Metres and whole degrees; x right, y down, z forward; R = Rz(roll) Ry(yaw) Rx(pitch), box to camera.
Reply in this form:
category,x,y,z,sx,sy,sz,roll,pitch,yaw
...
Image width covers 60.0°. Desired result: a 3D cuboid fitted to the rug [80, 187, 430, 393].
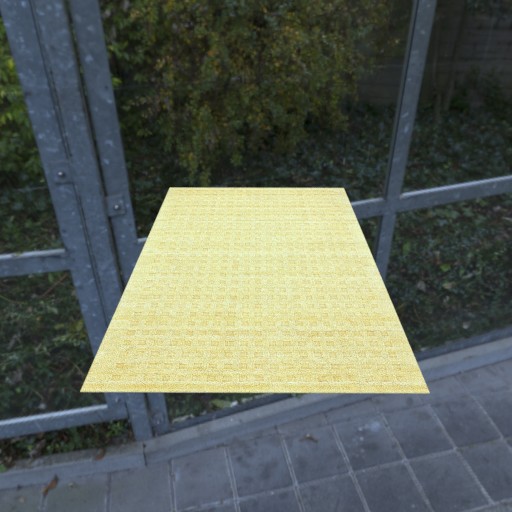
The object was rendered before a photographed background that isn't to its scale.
category,x,y,z,sx,sy,sz,roll,pitch,yaw
rug,0.000,0.000,2.908,1.524,0.006,2.286,0,31,0
